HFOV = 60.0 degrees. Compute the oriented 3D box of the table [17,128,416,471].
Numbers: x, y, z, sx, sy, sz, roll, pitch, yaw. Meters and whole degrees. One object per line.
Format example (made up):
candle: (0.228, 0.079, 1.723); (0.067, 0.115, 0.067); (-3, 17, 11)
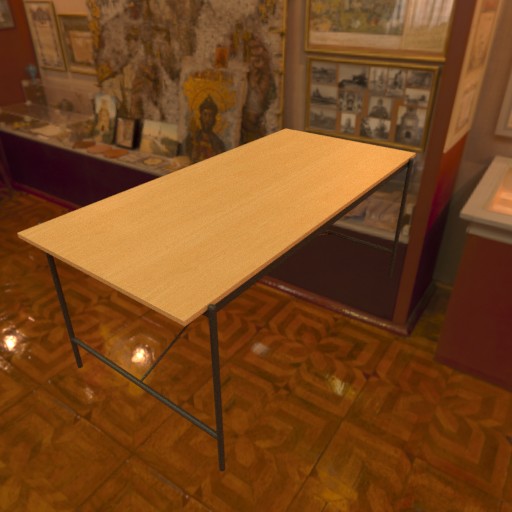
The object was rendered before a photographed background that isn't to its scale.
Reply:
table: (0.000, 0.000, 2.227); (0.900, 0.758, 1.800); (21, 37, 31)
